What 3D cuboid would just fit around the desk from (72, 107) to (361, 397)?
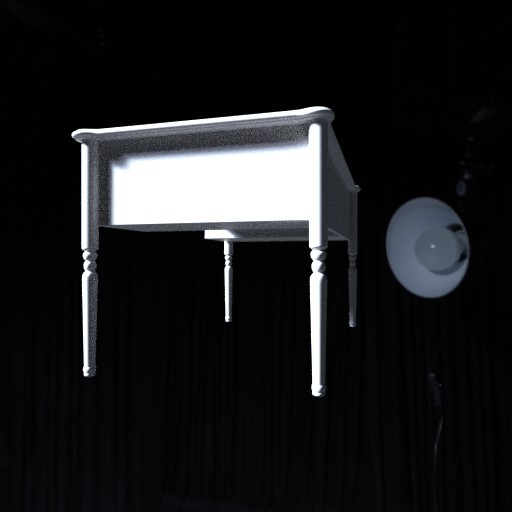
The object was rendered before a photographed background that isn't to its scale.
[{"bbox_3d":[0.000,0.000,1.895,0.807,0.762,1.380,0,-1,16],"label":"desk"}]
